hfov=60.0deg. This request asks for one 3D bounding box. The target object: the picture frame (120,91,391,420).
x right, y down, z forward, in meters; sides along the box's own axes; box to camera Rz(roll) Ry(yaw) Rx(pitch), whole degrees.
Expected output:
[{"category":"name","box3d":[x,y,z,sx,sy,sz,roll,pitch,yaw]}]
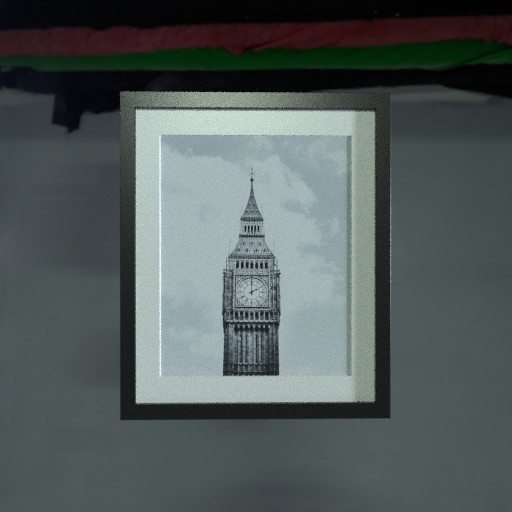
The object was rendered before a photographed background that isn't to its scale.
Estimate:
[{"category":"picture frame","box3d":[0.000,0.000,0.767,0.460,0.556,0.028,0,0,-1]}]
